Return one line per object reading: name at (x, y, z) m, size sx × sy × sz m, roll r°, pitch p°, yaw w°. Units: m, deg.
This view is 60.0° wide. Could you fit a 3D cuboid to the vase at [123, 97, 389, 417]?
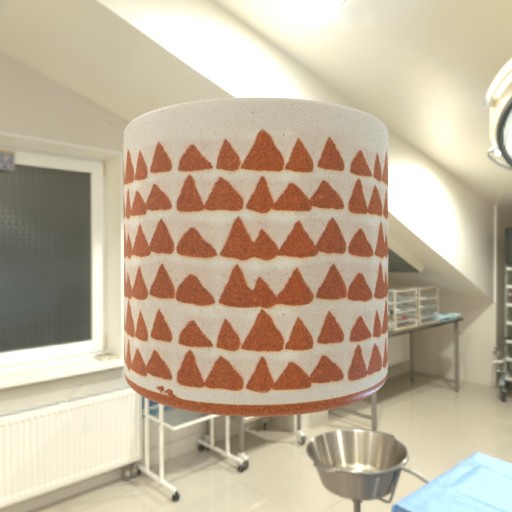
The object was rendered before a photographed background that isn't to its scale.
vase at (0.000, 0.000, 0.239) m, size 0.137 × 0.127 × 0.137 m, roll 0°, pitch 1°, yaw 0°
